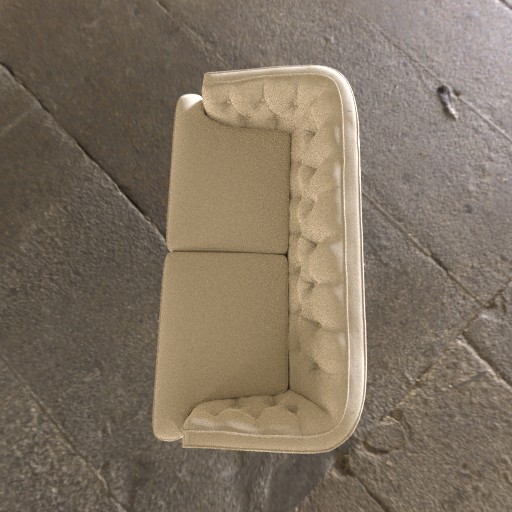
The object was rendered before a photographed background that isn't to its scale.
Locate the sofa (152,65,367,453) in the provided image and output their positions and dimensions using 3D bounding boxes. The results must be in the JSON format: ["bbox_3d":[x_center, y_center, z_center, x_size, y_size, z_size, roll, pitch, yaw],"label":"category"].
[{"bbox_3d":[0.000,0.000,2.233,0.941,0.855,1.733,1,76,0],"label":"sofa"}]
